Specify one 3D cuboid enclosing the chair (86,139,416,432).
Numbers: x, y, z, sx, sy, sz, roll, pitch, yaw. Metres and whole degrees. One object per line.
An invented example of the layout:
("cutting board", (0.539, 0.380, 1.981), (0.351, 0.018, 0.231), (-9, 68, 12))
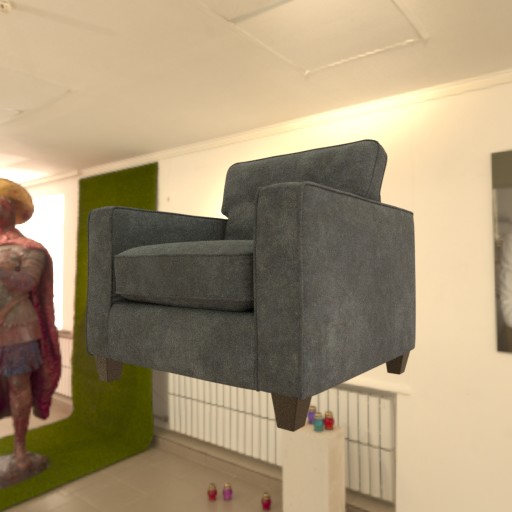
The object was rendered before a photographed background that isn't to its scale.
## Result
("chair", (0.000, 0.000, 1.793), (1.015, 0.965, 0.939), (-1, -1, 37))
